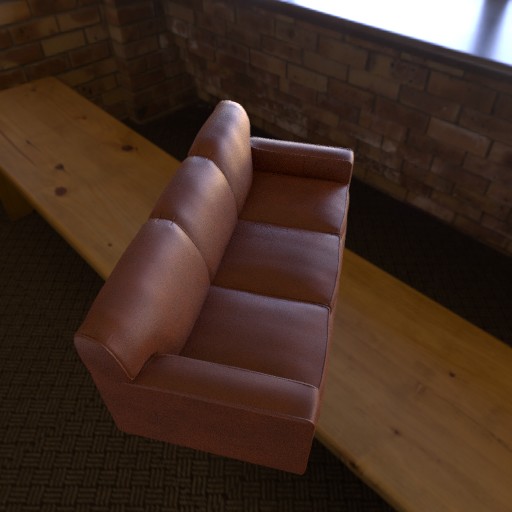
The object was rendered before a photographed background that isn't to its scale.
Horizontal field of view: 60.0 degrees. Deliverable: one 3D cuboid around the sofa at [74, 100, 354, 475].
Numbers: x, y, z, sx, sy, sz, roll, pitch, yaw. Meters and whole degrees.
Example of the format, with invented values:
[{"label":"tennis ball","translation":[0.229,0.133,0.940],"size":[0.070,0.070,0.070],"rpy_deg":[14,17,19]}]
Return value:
[{"label":"sofa","translation":[0.000,0.000,2.576],"size":[1.008,0.953,2.039],"rpy_deg":[9,46,9]}]
